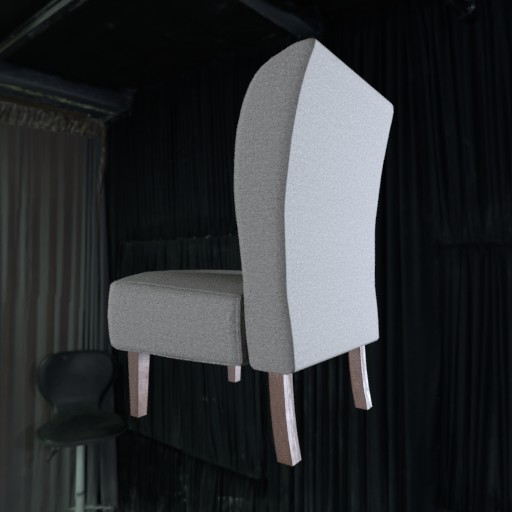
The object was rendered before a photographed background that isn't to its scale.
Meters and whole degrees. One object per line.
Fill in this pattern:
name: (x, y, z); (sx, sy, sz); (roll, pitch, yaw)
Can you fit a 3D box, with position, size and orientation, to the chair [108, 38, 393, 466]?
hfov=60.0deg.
chair: (0.000, 0.000, 1.155); (0.592, 0.804, 0.513); (-1, -1, 35)
